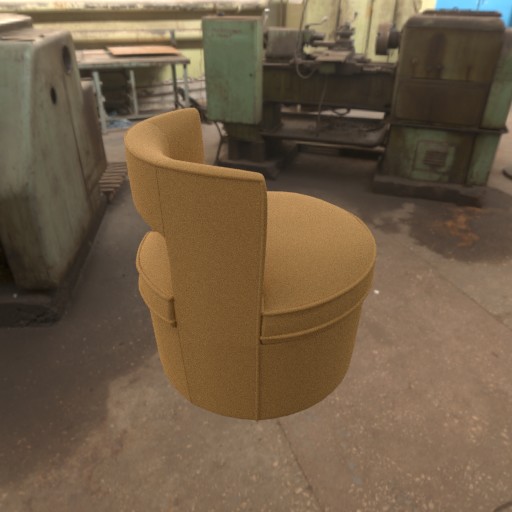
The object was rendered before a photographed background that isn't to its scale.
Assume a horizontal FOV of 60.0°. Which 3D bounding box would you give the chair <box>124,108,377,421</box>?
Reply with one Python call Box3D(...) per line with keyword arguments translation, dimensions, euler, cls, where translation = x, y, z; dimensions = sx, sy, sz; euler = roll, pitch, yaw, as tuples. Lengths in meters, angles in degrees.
Box3D(translation=(0.000, 0.000, 1.263), dimensions=(0.665, 0.723, 0.650), euler=(-10, 33, -16), cls="chair")
